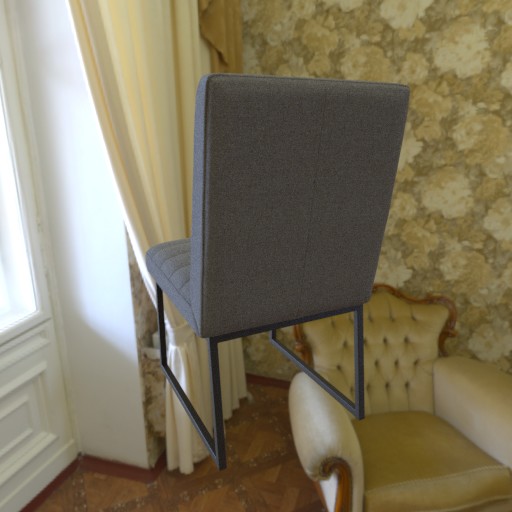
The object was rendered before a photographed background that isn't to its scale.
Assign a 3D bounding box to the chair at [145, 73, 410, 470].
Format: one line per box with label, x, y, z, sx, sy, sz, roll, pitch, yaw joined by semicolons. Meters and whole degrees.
chair;0.000;0.000;1.301;0.520;0.930;0.634;-8;18;-26
